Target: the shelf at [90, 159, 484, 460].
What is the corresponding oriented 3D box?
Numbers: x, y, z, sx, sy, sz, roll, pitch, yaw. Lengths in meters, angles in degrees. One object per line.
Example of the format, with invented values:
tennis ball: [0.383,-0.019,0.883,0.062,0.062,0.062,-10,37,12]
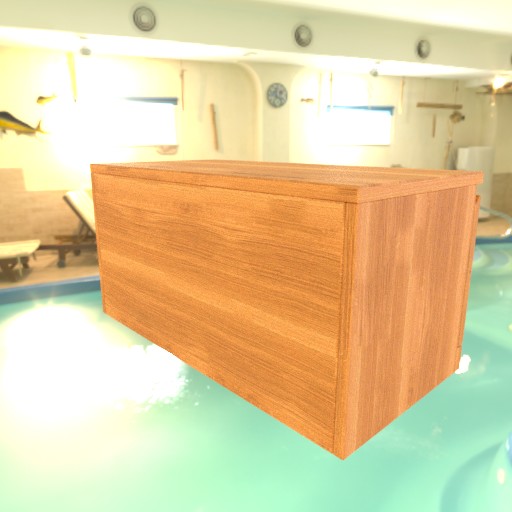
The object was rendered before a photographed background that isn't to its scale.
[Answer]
shelf: [0.000,0.000,1.013,0.400,0.400,0.800,-13,19,-41]
